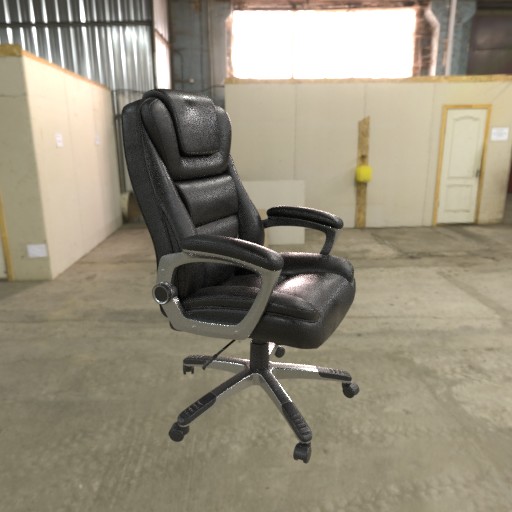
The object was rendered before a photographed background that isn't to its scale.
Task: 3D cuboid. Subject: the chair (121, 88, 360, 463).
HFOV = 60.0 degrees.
[{"bbox_3d":[0.000,0.000,1.501,0.689,1.075,0.697,7,17,25],"label":"chair"}]
